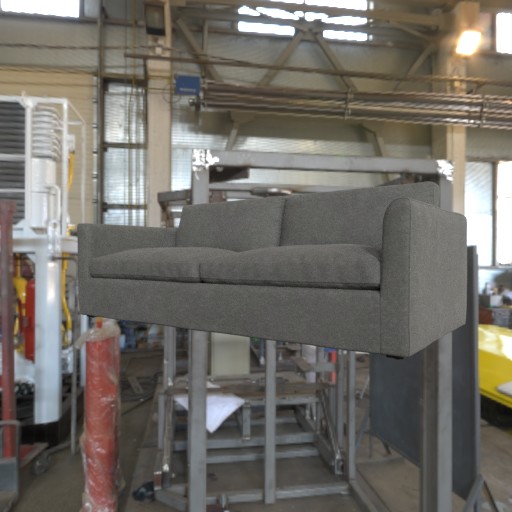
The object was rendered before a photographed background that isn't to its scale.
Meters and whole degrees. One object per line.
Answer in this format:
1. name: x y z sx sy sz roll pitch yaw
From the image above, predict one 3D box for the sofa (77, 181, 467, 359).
1. sofa: 0.000 0.000 2.776 2.257 0.838 1.092 0 0 36
